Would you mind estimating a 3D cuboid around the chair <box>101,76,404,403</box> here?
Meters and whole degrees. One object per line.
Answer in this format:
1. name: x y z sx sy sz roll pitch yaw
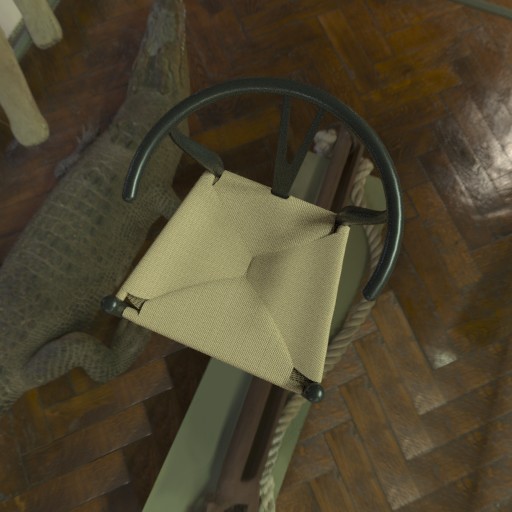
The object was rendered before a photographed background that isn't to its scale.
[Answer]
1. chair: 0.000 0.000 1.173 0.570 0.739 0.570 22 77 5
